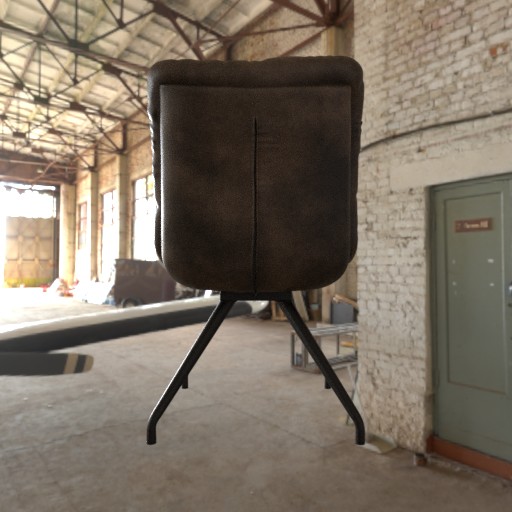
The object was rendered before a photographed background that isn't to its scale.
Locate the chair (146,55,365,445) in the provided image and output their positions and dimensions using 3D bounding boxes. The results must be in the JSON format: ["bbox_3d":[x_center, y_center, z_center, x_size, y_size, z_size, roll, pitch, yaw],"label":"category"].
[{"bbox_3d":[0.000,0.000,1.242,0.549,0.870,0.622,0,-2,0],"label":"chair"}]
